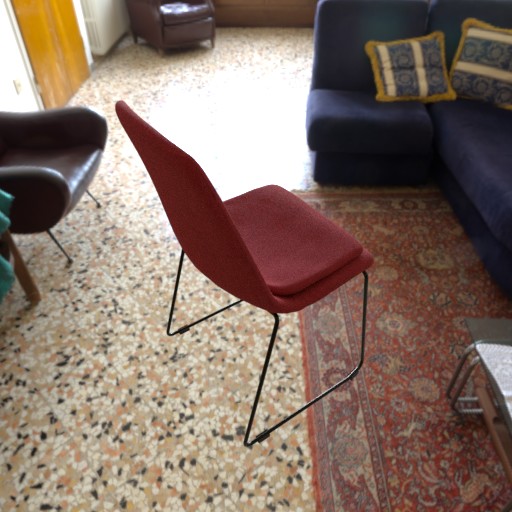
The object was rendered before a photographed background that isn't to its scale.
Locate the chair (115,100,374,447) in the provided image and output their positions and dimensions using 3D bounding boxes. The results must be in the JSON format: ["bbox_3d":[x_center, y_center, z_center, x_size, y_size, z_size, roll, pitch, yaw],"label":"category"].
[{"bbox_3d":[0.000,0.000,1.150,0.518,0.858,0.479,-24,46,-26],"label":"chair"}]
